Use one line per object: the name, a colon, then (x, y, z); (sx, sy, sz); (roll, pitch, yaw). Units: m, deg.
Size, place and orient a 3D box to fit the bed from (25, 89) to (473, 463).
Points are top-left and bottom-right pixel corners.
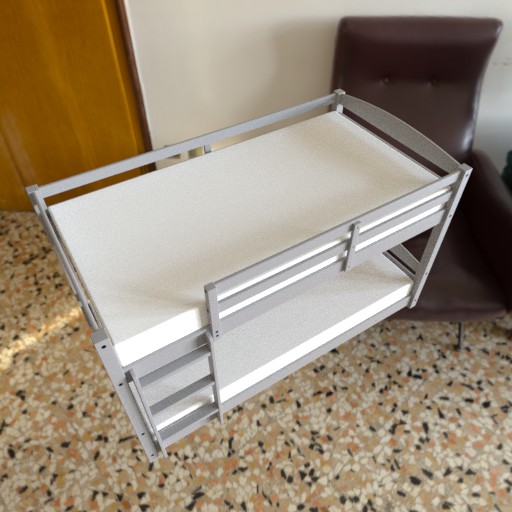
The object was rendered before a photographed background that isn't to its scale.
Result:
bed: (0.000, 0.000, 2.644); (2.013, 1.206, 1.105); (-24, 51, -22)
